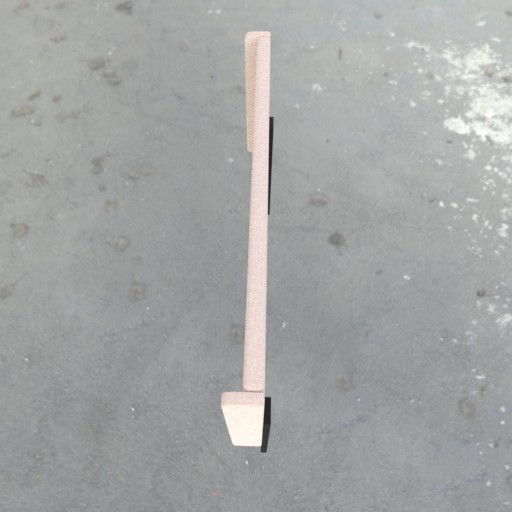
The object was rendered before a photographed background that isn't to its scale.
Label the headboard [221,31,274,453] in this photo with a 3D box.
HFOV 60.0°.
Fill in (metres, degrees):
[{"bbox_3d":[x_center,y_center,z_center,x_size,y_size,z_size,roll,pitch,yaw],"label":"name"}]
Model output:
[{"bbox_3d":[0.000,0.000,2.630,0.184,1.524,2.051,1,59,1],"label":"headboard"}]
